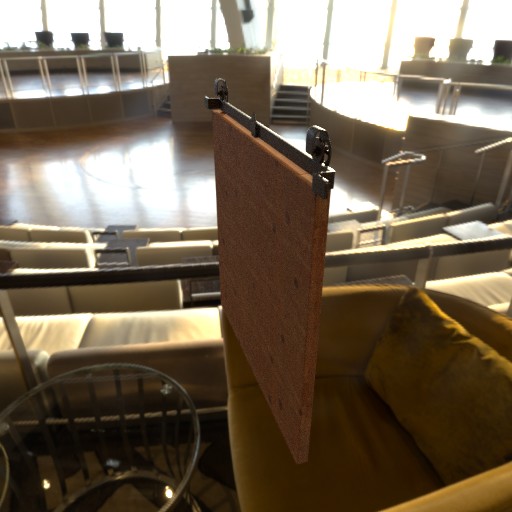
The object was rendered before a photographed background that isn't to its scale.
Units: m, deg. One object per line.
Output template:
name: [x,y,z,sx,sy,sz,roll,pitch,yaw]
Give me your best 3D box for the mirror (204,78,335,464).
mirror: [0.000,0.000,1.177,0.054,0.800,0.805,-9,30,-17]
